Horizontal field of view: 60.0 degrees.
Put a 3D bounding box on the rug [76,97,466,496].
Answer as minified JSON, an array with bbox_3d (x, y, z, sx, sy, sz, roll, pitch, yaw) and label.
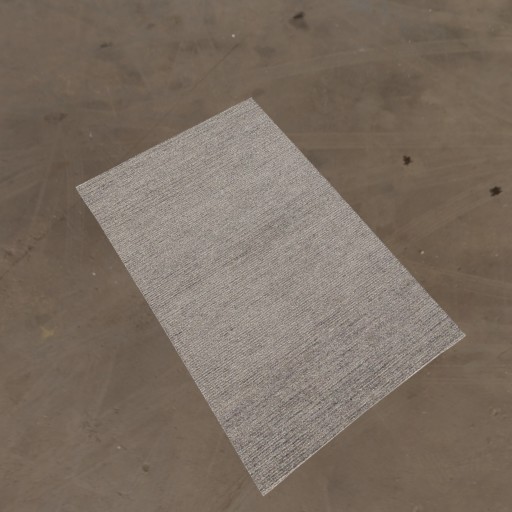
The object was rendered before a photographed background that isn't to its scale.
[{"bbox_3d":[0.000,0.000,2.244,1.162,0.022,1.804,-32,69,-14],"label":"rug"}]
